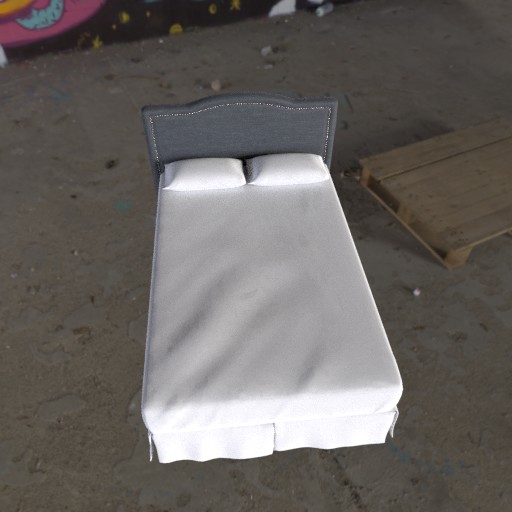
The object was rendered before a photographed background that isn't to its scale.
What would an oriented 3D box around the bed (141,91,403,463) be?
[{"bbox_3d":[0.000,0.000,3.419,1.747,1.441,2.507,-4,47,-4],"label":"bed"}]
